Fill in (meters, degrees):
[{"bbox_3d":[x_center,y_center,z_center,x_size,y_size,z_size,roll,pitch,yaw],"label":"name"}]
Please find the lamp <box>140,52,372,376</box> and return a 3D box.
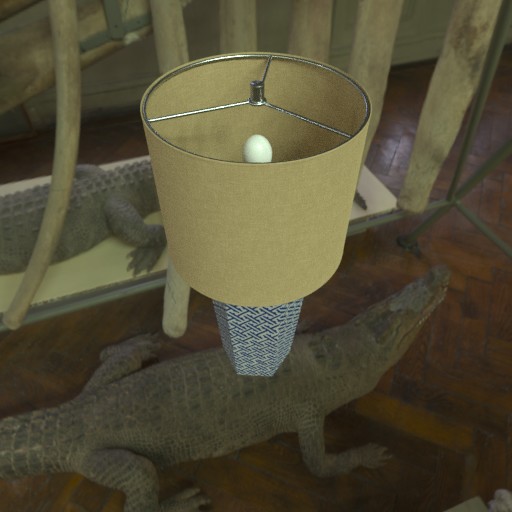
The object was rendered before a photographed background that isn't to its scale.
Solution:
[{"bbox_3d":[0.000,0.000,0.853,0.320,0.682,0.320,-16,48,-15],"label":"lamp"}]
